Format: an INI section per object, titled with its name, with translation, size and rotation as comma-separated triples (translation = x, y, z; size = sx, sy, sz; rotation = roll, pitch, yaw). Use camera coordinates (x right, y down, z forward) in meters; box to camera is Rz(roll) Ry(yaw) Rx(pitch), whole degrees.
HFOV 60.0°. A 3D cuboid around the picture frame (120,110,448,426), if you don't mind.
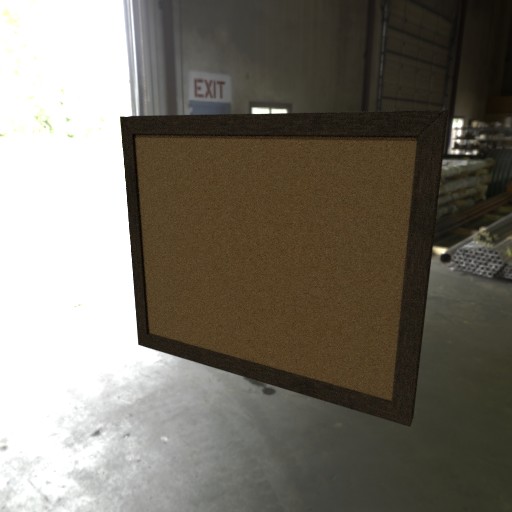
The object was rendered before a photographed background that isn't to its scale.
[picture frame]
translation = 0.000, 0.000, 0.744
size = 0.546, 0.455, 0.026
rotation = 9, 18, 28
